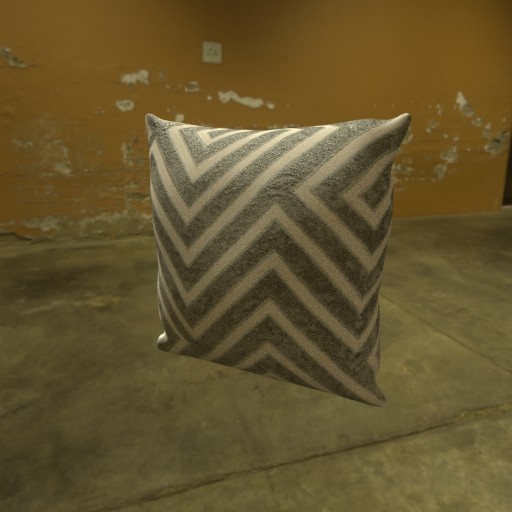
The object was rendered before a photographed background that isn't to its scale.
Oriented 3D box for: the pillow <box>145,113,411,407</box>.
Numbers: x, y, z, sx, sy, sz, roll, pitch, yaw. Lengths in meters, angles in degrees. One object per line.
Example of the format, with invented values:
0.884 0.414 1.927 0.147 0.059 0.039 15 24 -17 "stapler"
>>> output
0.000 0.000 0.708 0.440 0.441 0.182 8 18 26 "pillow"
